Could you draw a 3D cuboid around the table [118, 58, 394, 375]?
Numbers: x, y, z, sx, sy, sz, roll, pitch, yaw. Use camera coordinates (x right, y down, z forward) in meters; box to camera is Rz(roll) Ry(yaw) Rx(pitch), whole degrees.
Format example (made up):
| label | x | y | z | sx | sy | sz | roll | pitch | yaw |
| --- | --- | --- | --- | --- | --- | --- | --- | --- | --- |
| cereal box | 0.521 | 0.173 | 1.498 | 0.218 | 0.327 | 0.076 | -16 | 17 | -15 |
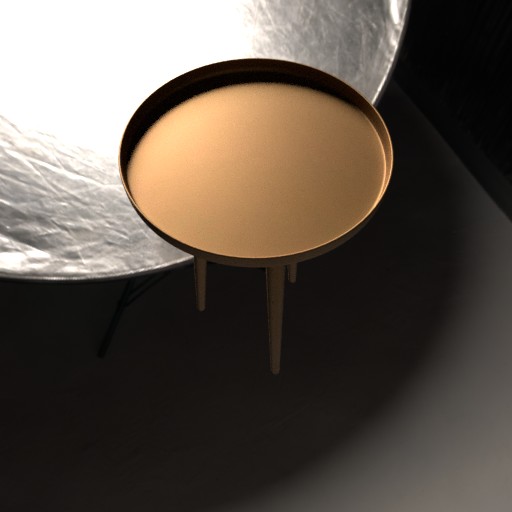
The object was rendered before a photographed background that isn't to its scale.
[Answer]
| label | x | y | z | sx | sy | sz | roll | pitch | yaw |
| --- | --- | --- | --- | --- | --- | --- | --- | --- | --- |
| table | 0.000 | 0.000 | 0.691 | 0.299 | 0.480 | 0.299 | -19 | 60 | -11 |
